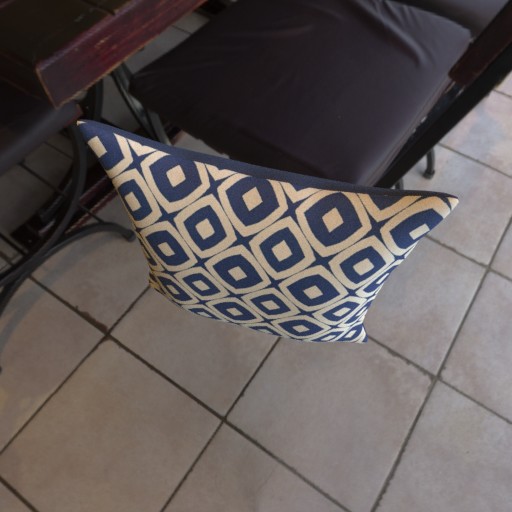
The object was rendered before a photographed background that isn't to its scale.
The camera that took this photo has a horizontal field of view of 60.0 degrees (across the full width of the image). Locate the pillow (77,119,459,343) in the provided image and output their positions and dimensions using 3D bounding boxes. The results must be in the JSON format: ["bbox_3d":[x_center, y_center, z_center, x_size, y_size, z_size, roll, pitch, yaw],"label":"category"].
[{"bbox_3d":[0.000,0.000,0.774,0.504,0.494,0.188,13,60,8],"label":"pillow"}]
